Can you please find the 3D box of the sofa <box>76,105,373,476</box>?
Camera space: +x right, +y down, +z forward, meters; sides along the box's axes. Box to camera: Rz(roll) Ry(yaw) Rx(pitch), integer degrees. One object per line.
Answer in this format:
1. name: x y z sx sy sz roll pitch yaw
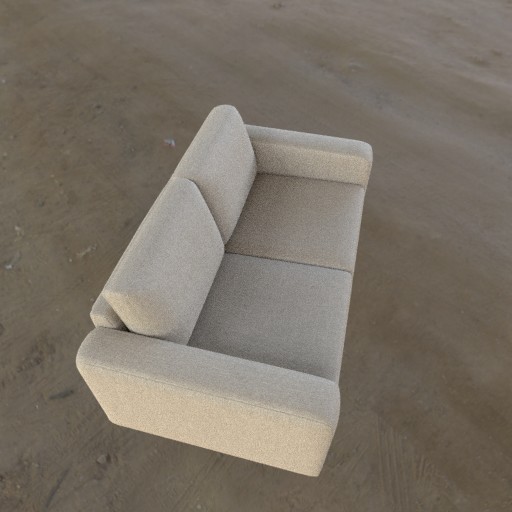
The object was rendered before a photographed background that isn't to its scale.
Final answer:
1. sofa: 0.000 0.000 2.013 0.900 0.800 1.540 11 49 9
